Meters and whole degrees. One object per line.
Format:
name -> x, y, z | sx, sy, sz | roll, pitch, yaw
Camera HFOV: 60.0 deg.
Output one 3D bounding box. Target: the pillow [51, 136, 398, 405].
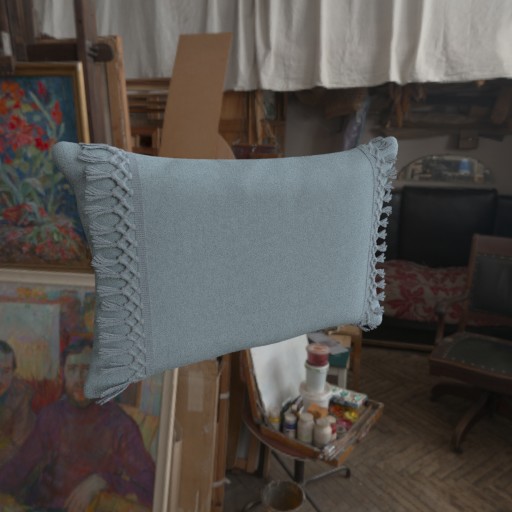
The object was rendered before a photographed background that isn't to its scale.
pillow -> 0.000, 0.000, 0.590 | 0.466, 0.305, 0.084 | -8, 18, -26
